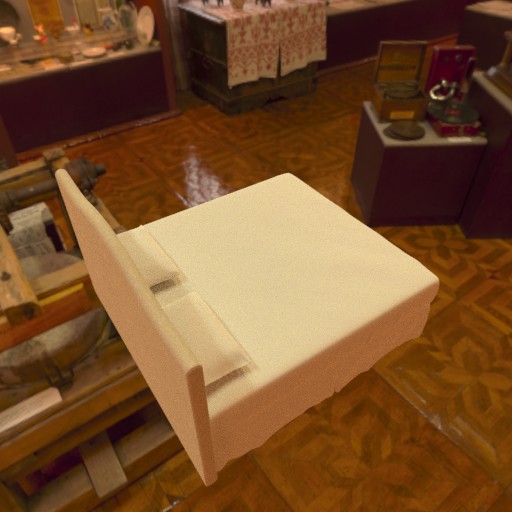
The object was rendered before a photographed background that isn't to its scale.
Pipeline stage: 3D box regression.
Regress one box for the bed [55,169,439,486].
[{"bbox_3d":[0.000,0.000,3.459,2.182,1.421,2.083,-24,47,-25],"label":"bed"}]
